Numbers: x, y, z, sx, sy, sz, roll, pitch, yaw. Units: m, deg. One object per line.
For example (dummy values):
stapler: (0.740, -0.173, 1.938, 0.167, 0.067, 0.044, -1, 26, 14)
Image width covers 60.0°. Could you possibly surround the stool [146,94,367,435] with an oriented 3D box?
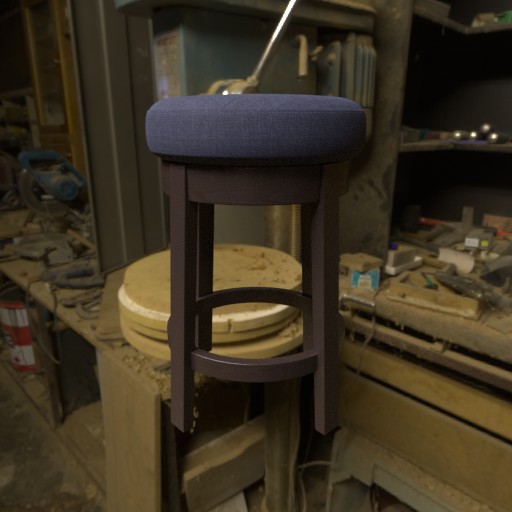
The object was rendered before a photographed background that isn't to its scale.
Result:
stool: (0.000, 0.000, 0.965, 0.449, 0.655, 0.449, 0, 17, 0)
